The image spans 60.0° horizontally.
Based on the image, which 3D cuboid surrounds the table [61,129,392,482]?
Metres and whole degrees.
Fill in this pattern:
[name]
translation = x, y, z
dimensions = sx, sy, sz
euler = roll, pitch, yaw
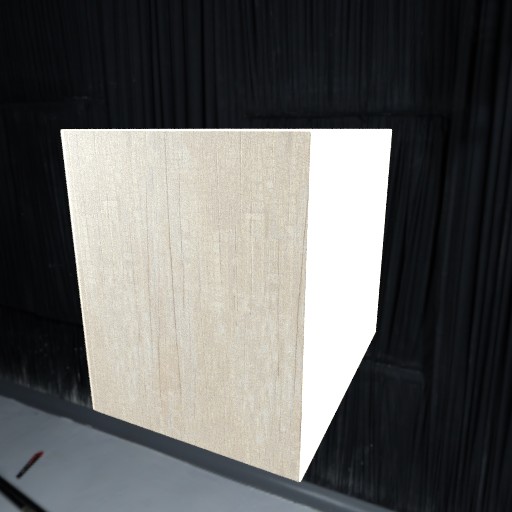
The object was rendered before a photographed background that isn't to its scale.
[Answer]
[table]
translation = 0.000, 0.000, 0.929
dimensions = 0.420, 0.510, 0.570
euler = 8, 18, 25
